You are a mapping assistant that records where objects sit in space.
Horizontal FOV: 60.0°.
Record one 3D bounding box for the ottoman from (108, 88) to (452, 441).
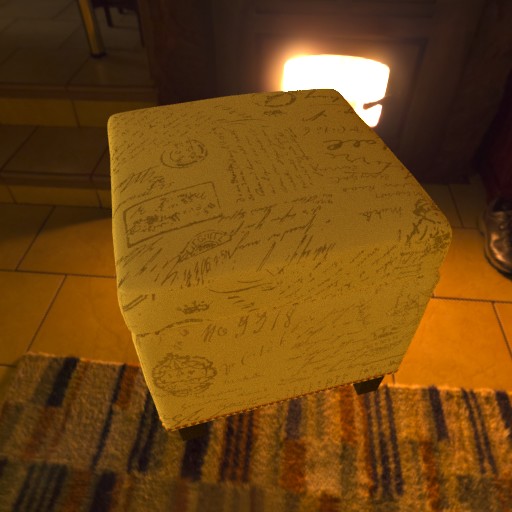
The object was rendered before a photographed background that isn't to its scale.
[{"bbox_3d":[0.000,0.000,0.831,0.449,0.457,0.450,-11,47,-10],"label":"ottoman"}]
